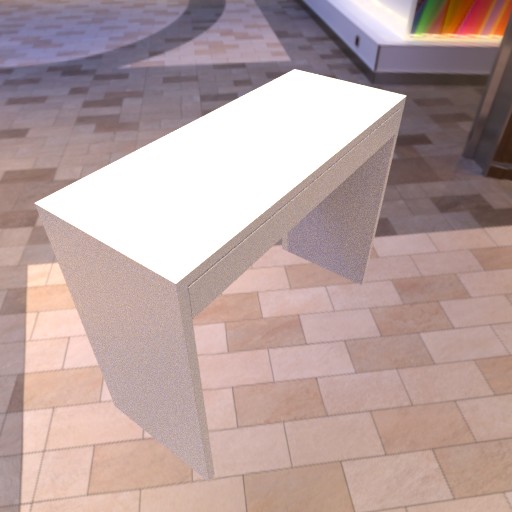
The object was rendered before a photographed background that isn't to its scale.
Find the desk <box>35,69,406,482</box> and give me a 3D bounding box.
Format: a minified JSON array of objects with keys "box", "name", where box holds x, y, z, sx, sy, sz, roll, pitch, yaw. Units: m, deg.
[{"box":[0.000,0.000,1.388,0.400,0.790,1.000,26,47,26],"name":"desk"}]
